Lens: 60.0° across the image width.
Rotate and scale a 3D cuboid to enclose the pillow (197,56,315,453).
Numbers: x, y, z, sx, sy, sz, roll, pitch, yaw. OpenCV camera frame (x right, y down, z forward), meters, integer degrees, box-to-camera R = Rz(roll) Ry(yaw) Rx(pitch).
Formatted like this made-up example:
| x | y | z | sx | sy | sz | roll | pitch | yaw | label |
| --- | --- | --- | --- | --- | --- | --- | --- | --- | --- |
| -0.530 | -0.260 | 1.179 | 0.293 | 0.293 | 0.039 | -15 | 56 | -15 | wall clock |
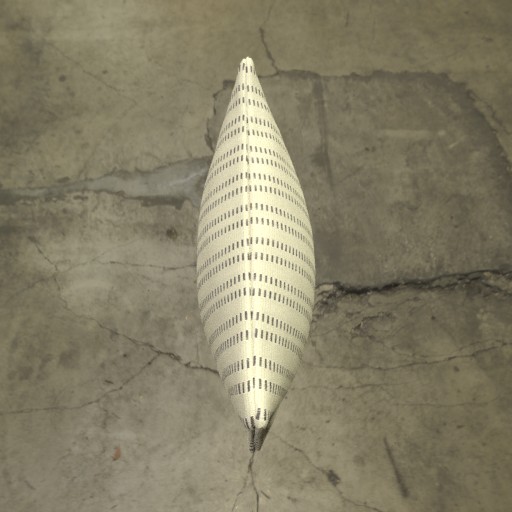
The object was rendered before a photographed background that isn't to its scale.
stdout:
| x | y | z | sx | sy | sz | roll | pitch | yaw | label |
| --- | --- | --- | --- | --- | --- | --- | --- | --- | --- |
| 0.000 | 0.000 | 0.810 | 0.210 | 0.353 | 0.640 | -1 | 63 | -1 | pillow |
